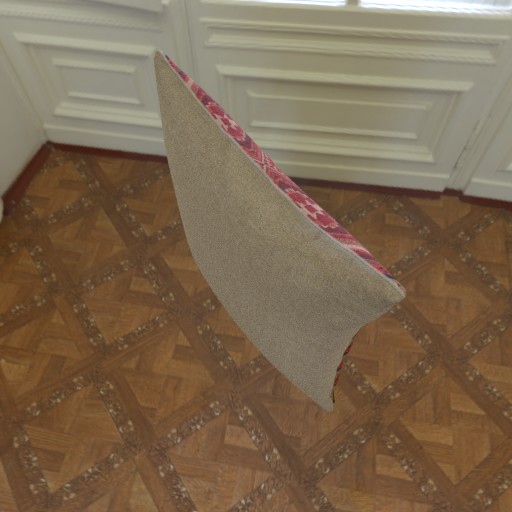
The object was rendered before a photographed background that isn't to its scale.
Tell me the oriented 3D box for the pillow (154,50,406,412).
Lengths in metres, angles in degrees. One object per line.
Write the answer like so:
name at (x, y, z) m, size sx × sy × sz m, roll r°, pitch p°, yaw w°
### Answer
pillow at (0.000, 0.000, 0.777) m, size 0.158 × 0.511 × 0.513 m, roll -32°, pitch 63°, yaw -18°
